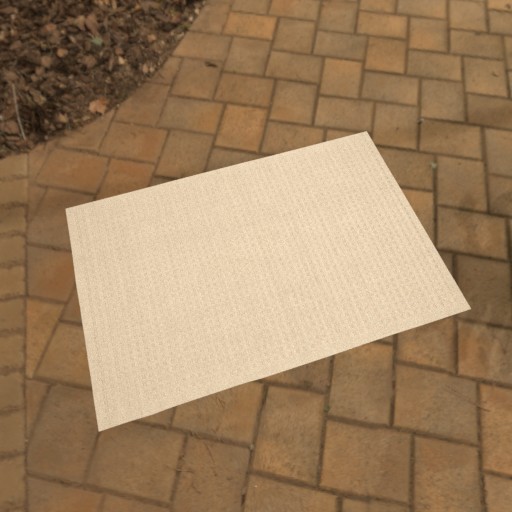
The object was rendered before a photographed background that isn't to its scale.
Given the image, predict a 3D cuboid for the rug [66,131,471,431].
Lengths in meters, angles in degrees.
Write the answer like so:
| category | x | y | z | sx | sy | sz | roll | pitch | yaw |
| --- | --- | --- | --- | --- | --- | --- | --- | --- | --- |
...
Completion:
| category | x | y | z | sx | sy | sz | roll | pitch | yaw |
| --- | --- | --- | --- | --- | --- | --- | --- | --- | --- |
| rug | 0.000 | 0.000 | 2.900 | 2.289 | 0.006 | 1.523 | -16 | 64 | -8 |
